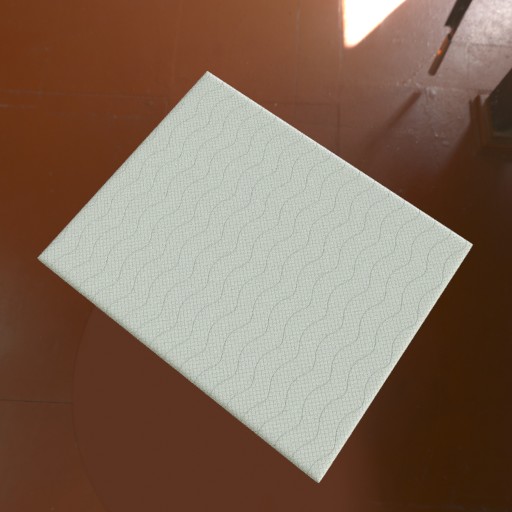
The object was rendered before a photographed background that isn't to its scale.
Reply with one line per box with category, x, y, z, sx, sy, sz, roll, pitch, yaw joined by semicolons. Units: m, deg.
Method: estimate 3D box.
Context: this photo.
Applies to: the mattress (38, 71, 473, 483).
mattress;0.000;0.000;2.695;2.000;0.230;1.600;36;78;9
